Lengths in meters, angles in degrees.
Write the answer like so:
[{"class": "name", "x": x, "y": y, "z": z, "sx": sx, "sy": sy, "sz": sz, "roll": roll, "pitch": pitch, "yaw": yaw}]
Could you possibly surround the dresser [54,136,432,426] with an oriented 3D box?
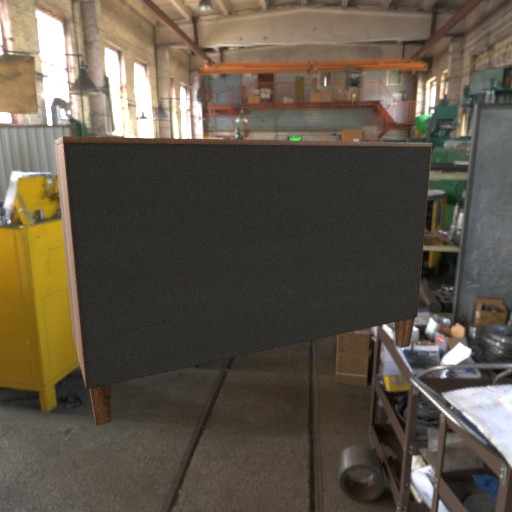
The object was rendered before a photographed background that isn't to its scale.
[{"class": "dresser", "x": 0.000, "y": 0.000, "z": 1.788, "sx": 1.387, "sy": 0.892, "sz": 0.438, "roll": -6, "pitch": 14, "yaw": -26}]
